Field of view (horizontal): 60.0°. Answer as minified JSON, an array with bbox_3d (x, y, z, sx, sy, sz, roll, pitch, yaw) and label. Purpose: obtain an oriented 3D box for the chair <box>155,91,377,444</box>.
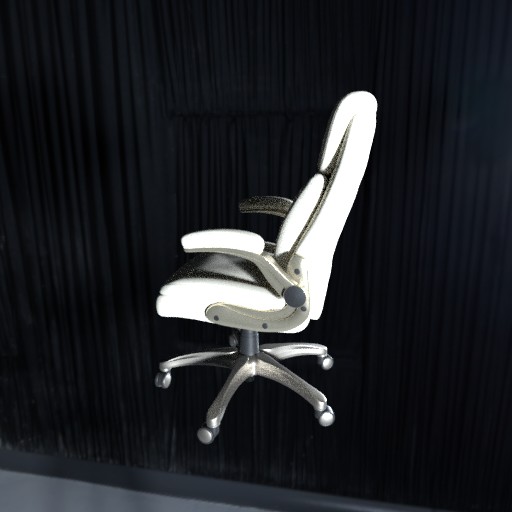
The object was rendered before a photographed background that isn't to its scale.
[{"bbox_3d":[0.000,0.000,1.635,0.794,1.110,0.740,3,16,9],"label":"chair"}]
